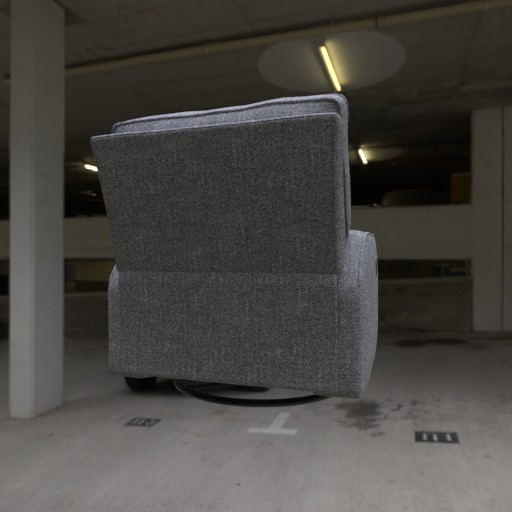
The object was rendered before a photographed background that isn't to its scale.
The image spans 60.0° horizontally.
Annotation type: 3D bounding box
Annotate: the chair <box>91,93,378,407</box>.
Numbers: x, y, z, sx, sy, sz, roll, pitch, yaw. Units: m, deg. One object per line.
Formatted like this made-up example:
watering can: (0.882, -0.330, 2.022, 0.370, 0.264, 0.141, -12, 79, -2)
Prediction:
chair: (0.000, 0.000, 1.669, 0.861, 0.962, 0.964, 0, 0, 18)
